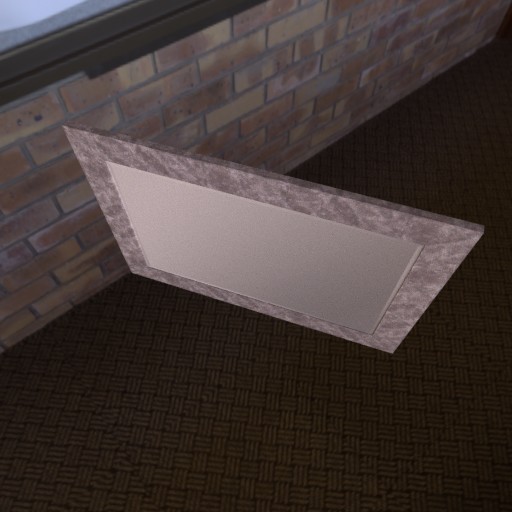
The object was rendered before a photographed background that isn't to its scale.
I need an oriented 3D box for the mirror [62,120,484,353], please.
[{"bbox_3d":[0.000,0.000,1.445,1.101,0.795,0.022,16,59,10],"label":"mirror"}]
